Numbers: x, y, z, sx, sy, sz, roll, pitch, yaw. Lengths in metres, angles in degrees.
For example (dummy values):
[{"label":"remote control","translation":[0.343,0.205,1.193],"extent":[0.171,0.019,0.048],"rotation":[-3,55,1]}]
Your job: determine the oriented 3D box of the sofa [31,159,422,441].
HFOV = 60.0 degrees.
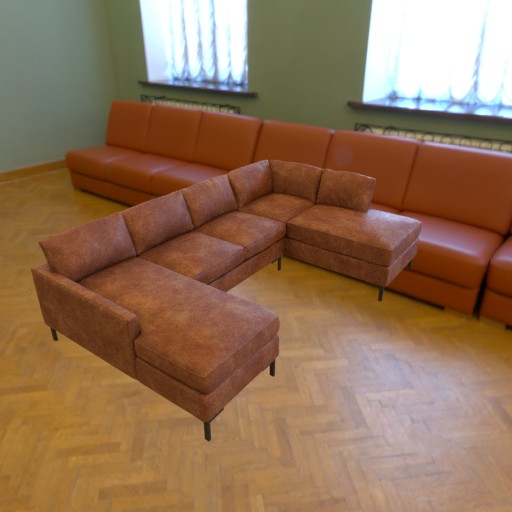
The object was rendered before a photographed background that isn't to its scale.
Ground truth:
[{"label":"sofa","translation":[0.000,0.000,3.853],"extent":[1.939,0.900,2.956],"rotation":[18,32,32]}]
